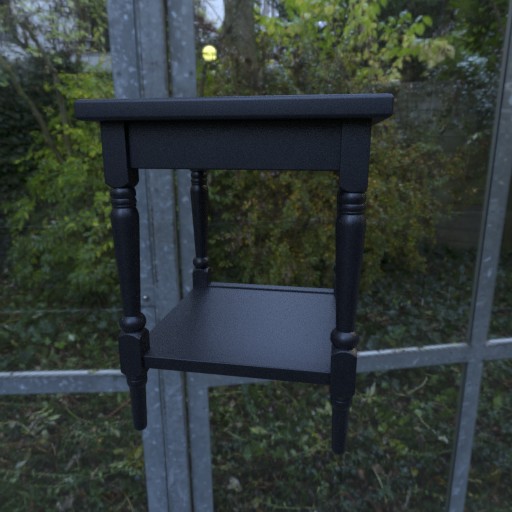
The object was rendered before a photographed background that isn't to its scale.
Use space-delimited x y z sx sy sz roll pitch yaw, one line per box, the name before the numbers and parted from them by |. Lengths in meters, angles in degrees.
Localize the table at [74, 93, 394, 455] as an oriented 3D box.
table | 0.000 0.000 0.896 0.442 0.565 0.488 3 15 10
